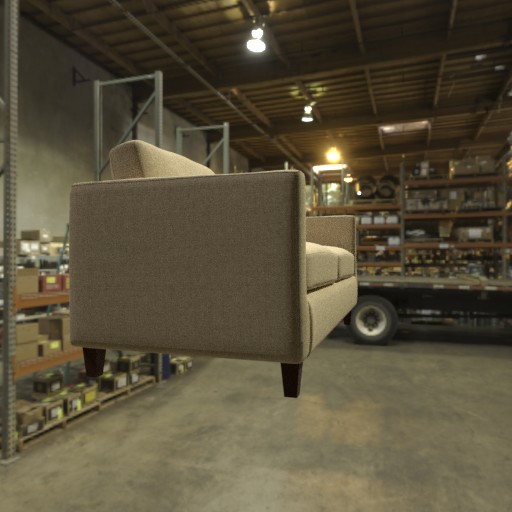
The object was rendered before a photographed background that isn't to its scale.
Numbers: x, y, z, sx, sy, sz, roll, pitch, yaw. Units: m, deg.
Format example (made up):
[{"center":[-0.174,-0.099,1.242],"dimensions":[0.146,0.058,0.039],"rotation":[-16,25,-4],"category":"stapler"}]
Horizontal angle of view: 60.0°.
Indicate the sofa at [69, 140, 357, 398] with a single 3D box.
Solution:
[{"center":[0.000,0.000,2.445],"dimensions":[0.950,0.963,1.884],"rotation":[0,0,18],"category":"sofa"}]
